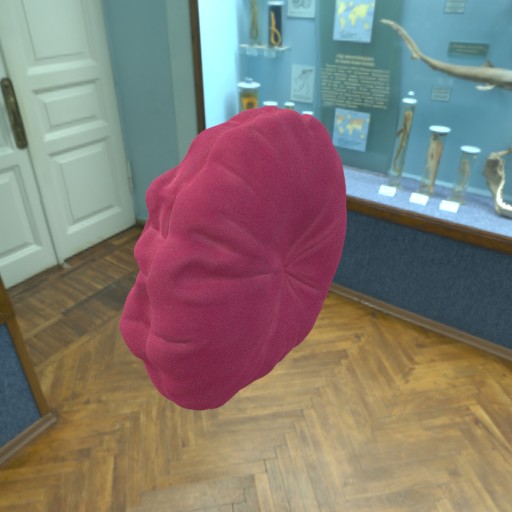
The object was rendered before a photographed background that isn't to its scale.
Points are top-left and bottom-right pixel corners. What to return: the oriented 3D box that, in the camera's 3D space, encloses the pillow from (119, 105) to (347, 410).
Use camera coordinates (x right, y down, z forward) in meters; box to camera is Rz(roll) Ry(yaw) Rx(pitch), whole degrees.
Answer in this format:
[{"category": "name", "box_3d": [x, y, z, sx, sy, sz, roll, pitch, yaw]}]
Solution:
[{"category": "pillow", "box_3d": [0.000, 0.000, 0.633, 0.148, 0.407, 0.428, 22, 38, 31]}]
